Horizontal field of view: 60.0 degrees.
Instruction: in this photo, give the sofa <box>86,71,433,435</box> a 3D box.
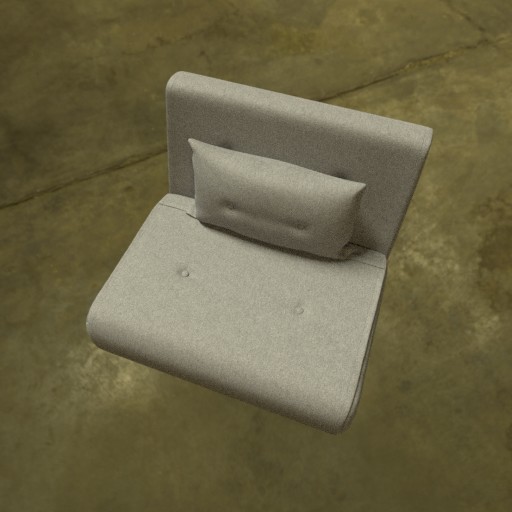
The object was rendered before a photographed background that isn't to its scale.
[{"bbox_3d":[0.000,0.000,1.731,1.020,0.825,1.000,17,59,11],"label":"sofa"}]
